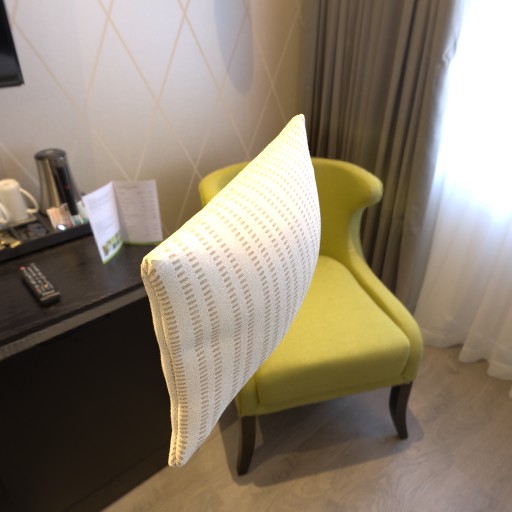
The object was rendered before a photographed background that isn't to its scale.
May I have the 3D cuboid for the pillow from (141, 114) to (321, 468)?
[{"bbox_3d":[0.000,0.000,0.792,0.210,0.353,0.640,10,33,16],"label":"pillow"}]
